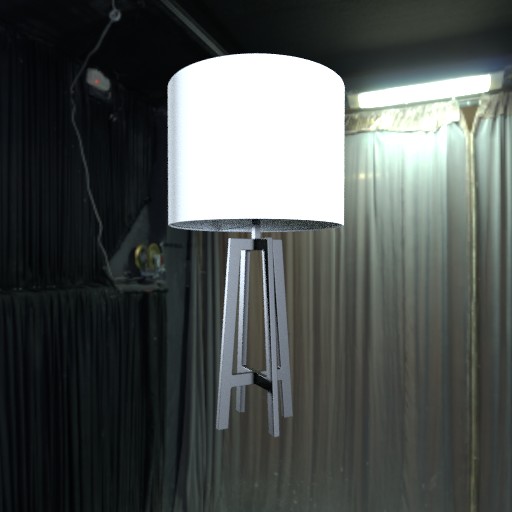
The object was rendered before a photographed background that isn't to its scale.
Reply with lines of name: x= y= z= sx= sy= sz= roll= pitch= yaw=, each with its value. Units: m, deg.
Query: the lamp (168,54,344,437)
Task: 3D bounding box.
lamp: x=0.000 y=0.000 z=0.657 sx=0.257 sy=0.489 sz=0.257 roll=0 pitch=-1 yaw=18
